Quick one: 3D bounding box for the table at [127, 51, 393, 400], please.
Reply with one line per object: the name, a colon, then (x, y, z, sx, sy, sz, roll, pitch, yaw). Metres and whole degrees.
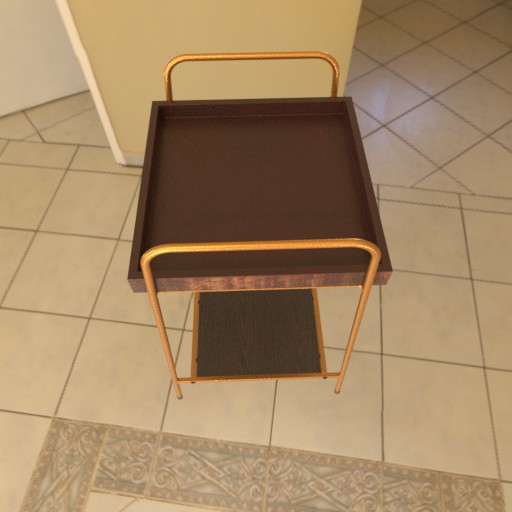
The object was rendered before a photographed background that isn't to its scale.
table: (0.000, 0.000, 0.987, 0.430, 0.710, 0.430, -2, 57, -1)
